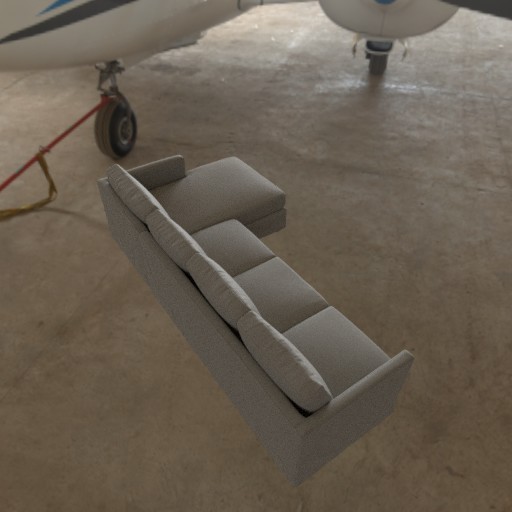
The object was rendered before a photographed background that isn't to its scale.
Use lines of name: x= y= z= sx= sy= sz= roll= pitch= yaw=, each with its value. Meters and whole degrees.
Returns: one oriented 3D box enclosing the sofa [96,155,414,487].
sofa: x=0.000 y=0.000 z=3.865 sx=1.622 sy=0.867 sz=3.177 roll=-25 pitch=47 yaw=-25
